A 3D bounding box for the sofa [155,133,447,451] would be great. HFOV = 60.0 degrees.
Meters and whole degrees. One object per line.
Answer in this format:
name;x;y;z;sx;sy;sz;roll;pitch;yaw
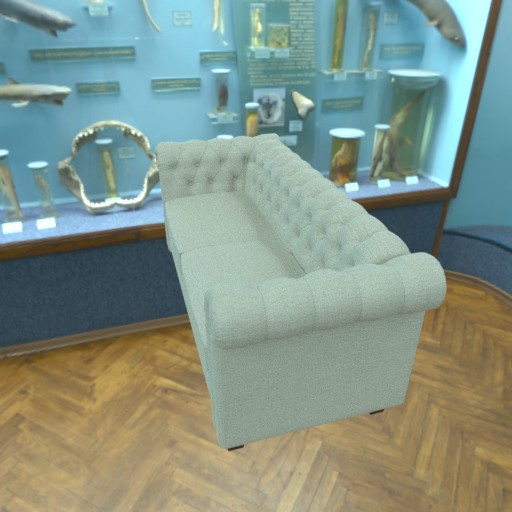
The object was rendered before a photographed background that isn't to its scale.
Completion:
sofa;0.000;0.000;2.238;0.783;0.797;1.798;-8;31;-14
